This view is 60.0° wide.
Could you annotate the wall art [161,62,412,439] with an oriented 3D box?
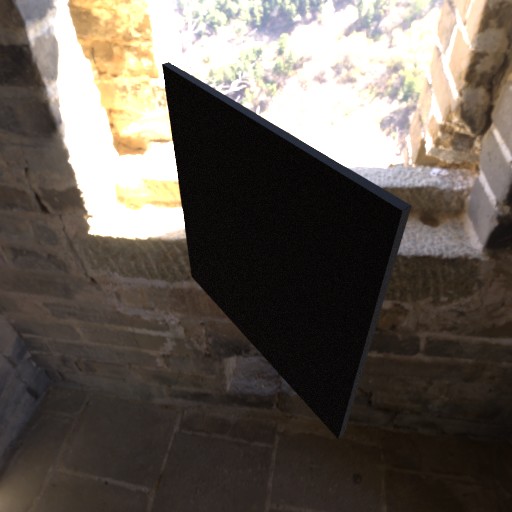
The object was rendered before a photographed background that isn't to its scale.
[{"bbox_3d":[0.000,0.000,0.691,0.013,0.458,0.456,-27,49,-26],"label":"wall art"}]
